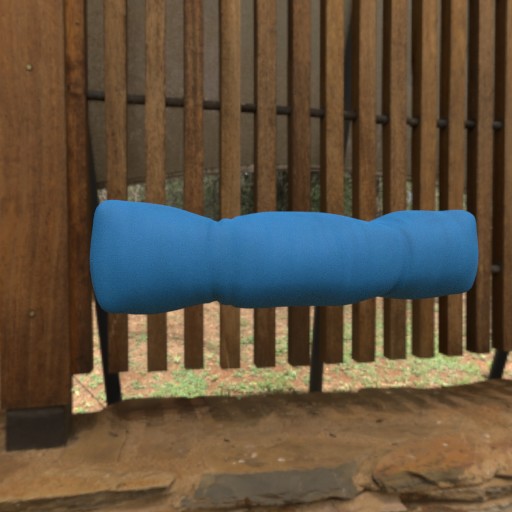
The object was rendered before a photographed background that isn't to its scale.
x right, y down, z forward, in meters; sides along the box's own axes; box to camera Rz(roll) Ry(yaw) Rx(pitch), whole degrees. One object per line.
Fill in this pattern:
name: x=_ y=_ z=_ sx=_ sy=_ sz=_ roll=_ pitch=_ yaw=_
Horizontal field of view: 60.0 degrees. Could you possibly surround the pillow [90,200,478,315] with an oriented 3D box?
pillow: x=0.000 y=0.000 z=0.723 sx=0.490 sy=0.128 sz=0.468 roll=0 pitch=1 yaw=-18
